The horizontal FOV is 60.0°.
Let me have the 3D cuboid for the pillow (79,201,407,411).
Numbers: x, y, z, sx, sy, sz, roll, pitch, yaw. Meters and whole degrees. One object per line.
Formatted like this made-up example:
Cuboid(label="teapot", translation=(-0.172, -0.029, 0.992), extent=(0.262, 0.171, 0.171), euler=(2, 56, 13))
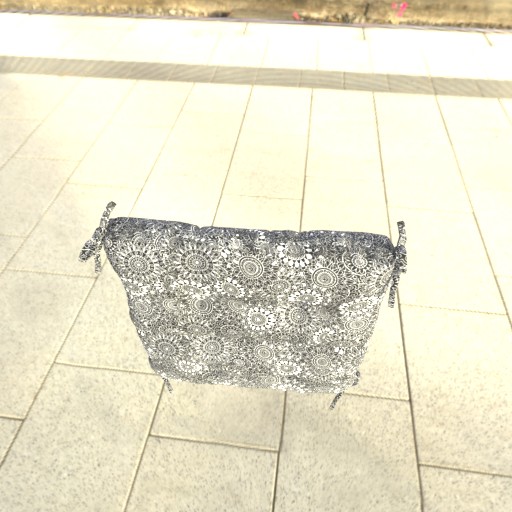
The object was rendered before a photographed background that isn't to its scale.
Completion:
Cuboid(label="pillow", translation=(0.000, 0.000, 1.022), extent=(0.519, 0.605, 0.571), euler=(4, 46, 4))
